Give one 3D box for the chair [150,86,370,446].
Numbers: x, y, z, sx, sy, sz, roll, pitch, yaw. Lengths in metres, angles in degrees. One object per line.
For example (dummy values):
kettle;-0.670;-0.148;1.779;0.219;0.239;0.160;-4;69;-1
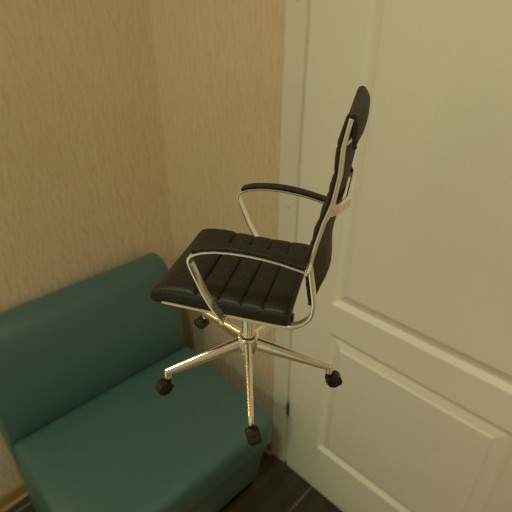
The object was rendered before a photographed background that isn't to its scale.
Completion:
chair;0.000;0.000;1.639;0.739;1.149;0.766;8;31;13
